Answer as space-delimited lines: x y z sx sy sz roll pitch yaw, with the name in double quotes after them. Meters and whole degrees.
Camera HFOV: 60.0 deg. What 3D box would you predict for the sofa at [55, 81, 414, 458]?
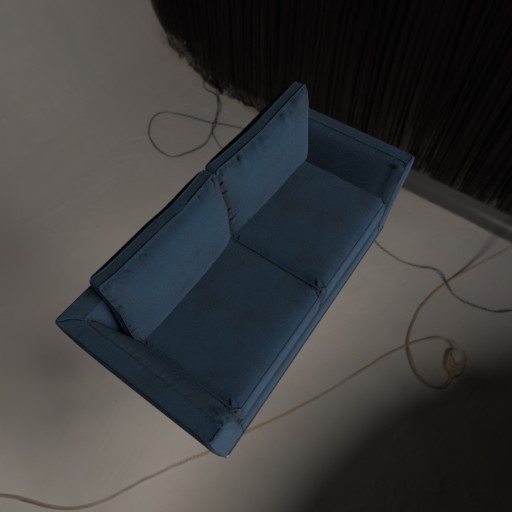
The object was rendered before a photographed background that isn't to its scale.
0.000 0.000 2.318 0.853 1.002 1.770 31 63 18 "sofa"
